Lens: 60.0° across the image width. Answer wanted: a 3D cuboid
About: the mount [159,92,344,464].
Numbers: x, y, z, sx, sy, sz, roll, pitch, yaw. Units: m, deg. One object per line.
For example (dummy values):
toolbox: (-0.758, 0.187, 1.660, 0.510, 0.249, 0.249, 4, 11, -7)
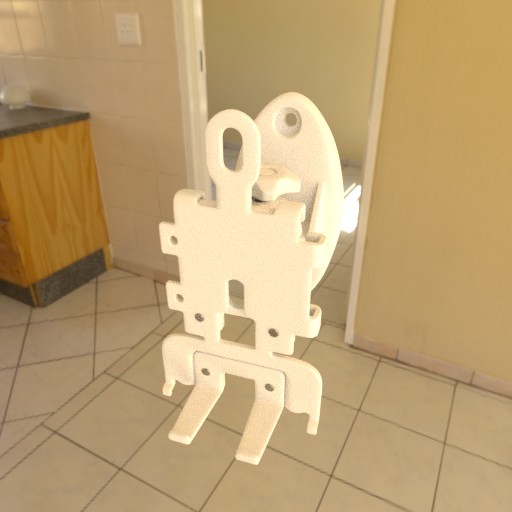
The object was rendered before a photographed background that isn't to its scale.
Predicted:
mount: (0.000, 0.000, 0.173, 0.066, 0.118, 0.100, 9, 30, 16)
